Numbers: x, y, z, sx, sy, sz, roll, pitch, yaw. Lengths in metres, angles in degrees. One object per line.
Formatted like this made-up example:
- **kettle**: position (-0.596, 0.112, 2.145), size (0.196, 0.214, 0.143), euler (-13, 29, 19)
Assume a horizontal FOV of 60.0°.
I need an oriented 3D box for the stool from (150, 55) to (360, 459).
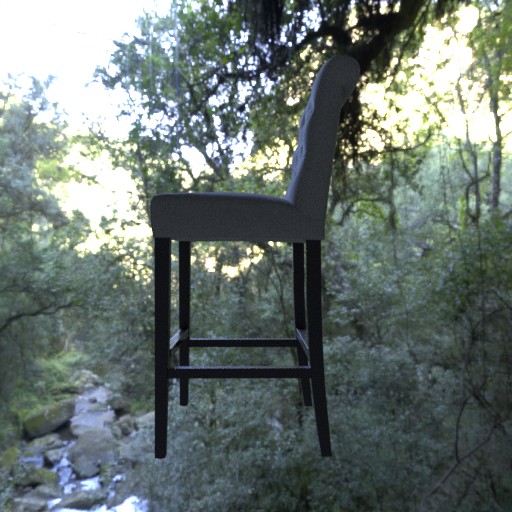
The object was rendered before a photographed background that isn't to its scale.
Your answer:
- **stool**: position (0.000, 0.000, 1.466), size (0.601, 1.140, 0.493), euler (0, 1, 0)
